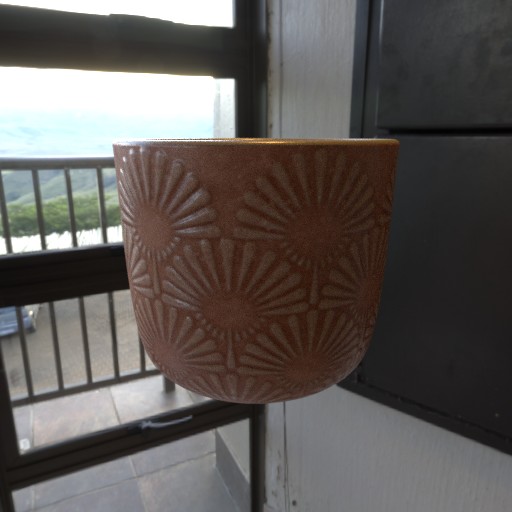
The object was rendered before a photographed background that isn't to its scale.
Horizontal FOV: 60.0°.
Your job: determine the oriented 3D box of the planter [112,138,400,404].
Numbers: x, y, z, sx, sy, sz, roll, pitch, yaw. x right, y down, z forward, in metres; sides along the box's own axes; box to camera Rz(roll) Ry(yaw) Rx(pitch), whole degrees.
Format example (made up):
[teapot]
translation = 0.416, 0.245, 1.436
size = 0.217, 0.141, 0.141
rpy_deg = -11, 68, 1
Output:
[planter]
translation = 0.000, 0.000, 0.214
size = 0.124, 0.109, 0.124
rpy_deg = 0, 15, 0
